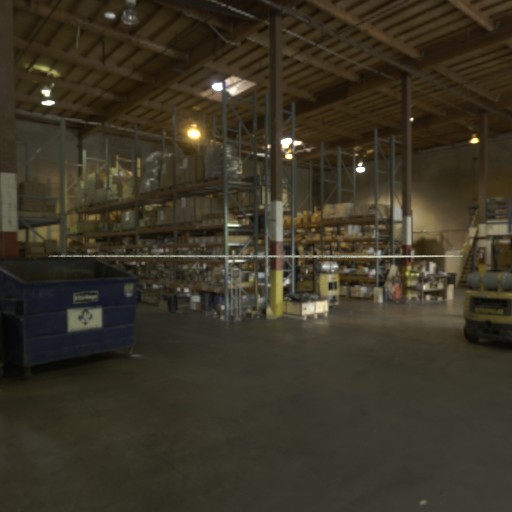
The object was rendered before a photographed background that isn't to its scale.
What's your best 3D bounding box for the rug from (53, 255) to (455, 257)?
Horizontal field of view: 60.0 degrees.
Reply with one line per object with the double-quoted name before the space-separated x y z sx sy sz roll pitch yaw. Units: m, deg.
"rug" 0.000 0.000 4.240 3.196 0.007 2.354 0 0 36
